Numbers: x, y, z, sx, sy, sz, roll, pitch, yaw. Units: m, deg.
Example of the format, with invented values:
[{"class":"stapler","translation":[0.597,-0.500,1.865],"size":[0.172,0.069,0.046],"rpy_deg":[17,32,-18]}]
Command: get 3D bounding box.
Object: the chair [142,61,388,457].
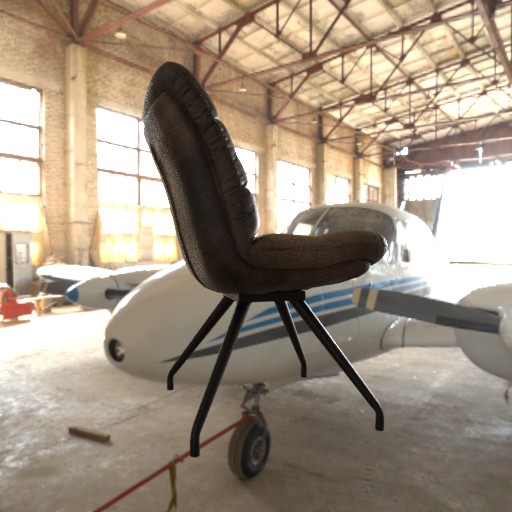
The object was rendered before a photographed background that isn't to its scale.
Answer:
[{"class":"chair","translation":[0.000,0.000,1.263],"size":[0.622,0.870,0.549],"rpy_deg":[0,1,-17]}]
